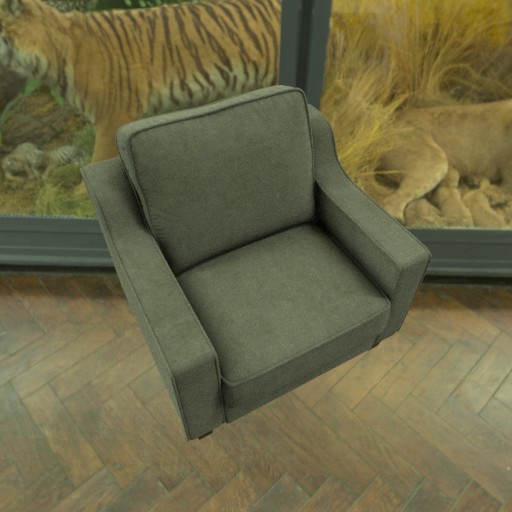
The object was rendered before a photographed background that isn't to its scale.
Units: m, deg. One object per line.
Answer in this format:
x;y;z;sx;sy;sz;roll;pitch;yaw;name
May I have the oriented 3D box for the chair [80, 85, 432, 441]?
0.000;0.000;1.624;0.926;0.944;0.840;-22;51;-19;chair
